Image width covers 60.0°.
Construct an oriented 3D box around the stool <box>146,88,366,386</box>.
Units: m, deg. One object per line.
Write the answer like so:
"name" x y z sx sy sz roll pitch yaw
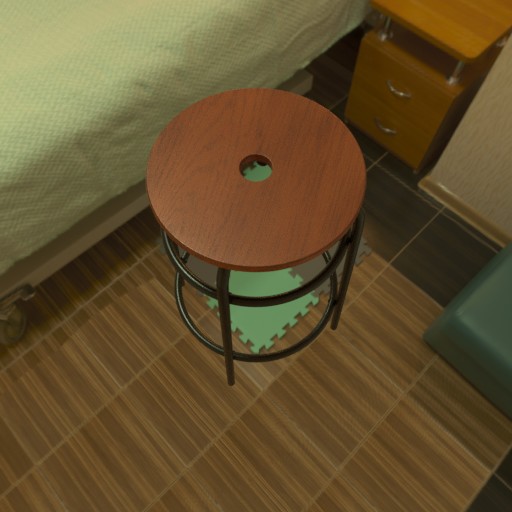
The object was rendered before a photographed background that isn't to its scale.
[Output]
"stool" 0.000 0.000 0.947 0.455 0.610 0.455 15 65 7
